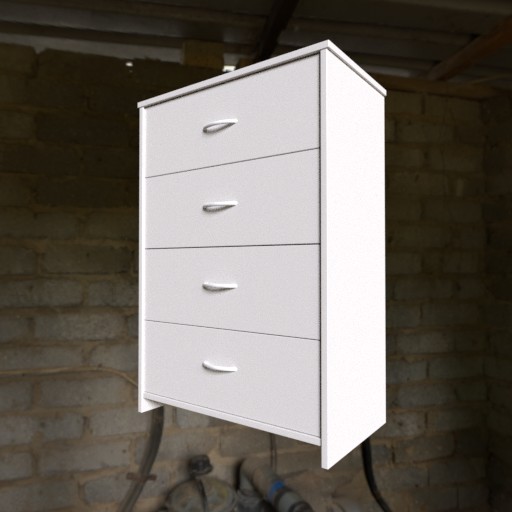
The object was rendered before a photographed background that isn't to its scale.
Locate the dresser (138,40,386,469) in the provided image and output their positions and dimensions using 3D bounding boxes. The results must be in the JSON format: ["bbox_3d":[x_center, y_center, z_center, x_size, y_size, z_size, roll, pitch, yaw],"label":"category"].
[{"bbox_3d":[0.000,0.000,1.407,0.704,1.021,0.401,-1,-1,36],"label":"dresser"}]
